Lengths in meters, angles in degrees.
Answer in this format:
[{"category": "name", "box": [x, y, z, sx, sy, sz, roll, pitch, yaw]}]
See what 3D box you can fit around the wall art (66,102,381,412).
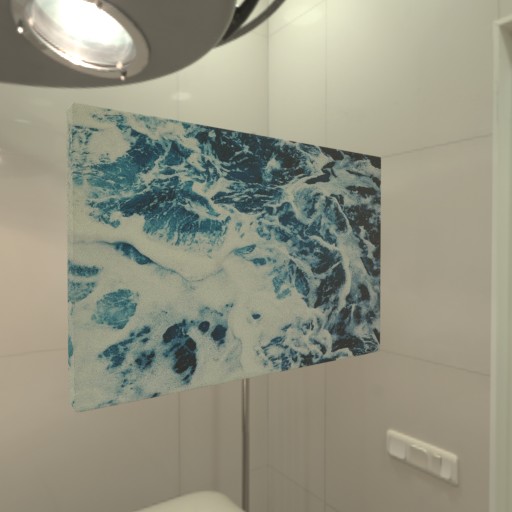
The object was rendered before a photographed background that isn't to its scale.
[{"category": "wall art", "box": [0.000, 0.000, 0.769, 0.609, 0.407, 0.043, -1, 1, -35]}]
